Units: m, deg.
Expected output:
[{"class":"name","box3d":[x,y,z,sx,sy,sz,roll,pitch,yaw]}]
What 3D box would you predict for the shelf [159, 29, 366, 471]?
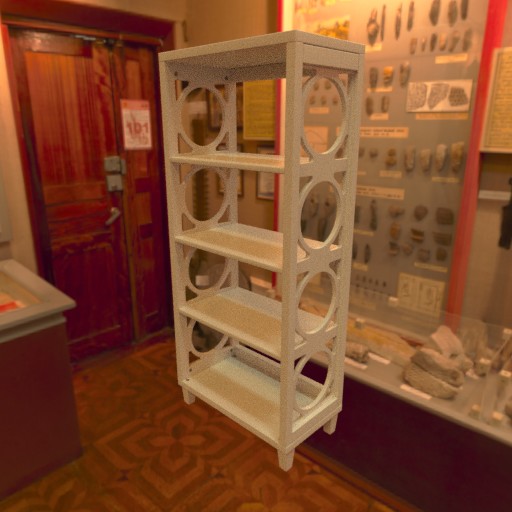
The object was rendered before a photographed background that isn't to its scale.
[{"class":"shelf","box3d":[0.000,0.000,1.652,0.611,1.411,0.340,16,23,42]}]
